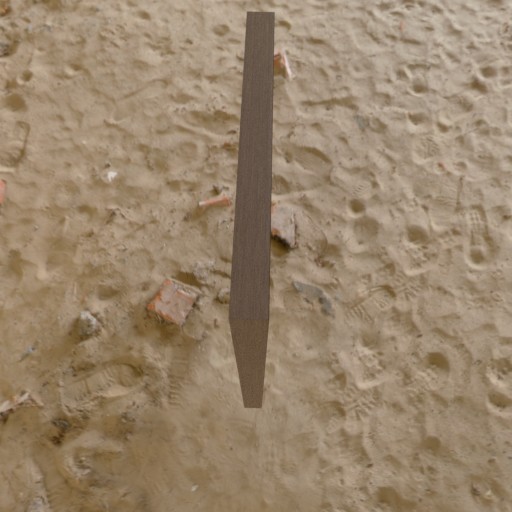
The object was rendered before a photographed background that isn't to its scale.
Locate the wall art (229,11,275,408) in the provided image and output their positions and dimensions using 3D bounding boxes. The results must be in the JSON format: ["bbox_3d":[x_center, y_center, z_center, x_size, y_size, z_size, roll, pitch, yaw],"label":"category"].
[{"bbox_3d":[0.000,0.000,0.645,0.032,0.510,0.358,2,64,1],"label":"wall art"}]
